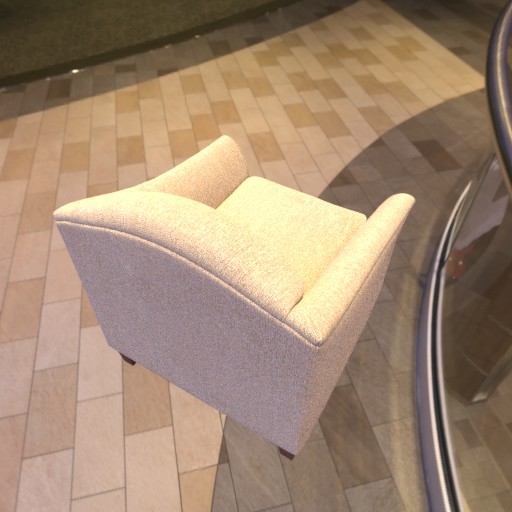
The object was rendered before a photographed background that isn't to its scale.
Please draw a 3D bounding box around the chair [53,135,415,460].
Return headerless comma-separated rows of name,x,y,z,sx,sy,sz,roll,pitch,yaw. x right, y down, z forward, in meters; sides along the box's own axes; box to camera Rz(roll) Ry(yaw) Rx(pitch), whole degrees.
chair,0.000,0.000,1.432,0.763,0.839,0.787,23,50,21
